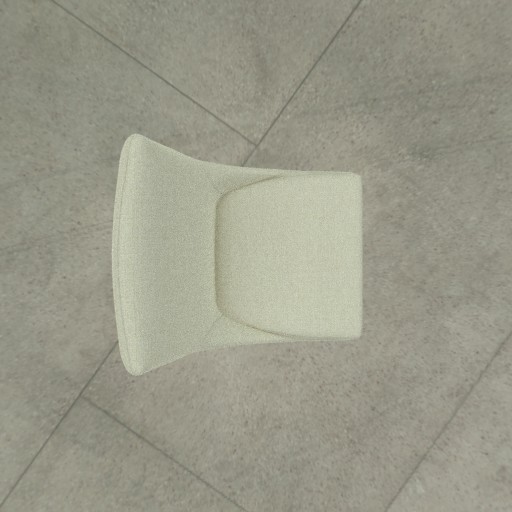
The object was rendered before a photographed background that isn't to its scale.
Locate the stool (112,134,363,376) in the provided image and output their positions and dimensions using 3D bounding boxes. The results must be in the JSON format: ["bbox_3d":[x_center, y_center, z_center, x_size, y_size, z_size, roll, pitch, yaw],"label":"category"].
[{"bbox_3d":[0.000,0.000,1.308,0.559,0.991,0.469,0,90,-1],"label":"stool"}]
